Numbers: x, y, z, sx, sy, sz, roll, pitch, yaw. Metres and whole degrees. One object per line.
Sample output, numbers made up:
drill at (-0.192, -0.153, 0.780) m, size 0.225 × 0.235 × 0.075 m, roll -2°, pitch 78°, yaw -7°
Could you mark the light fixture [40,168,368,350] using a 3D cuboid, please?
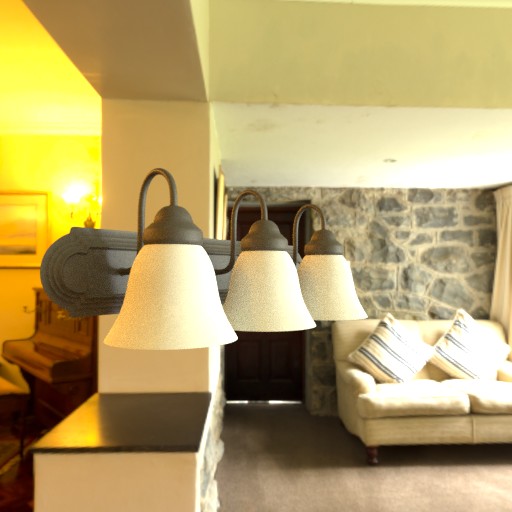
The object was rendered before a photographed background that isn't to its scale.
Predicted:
light fixture at (0.000, 0.000, 0.726) m, size 0.199 × 0.222 × 0.610 m, roll -2°, pitch -3°, yaw 38°
